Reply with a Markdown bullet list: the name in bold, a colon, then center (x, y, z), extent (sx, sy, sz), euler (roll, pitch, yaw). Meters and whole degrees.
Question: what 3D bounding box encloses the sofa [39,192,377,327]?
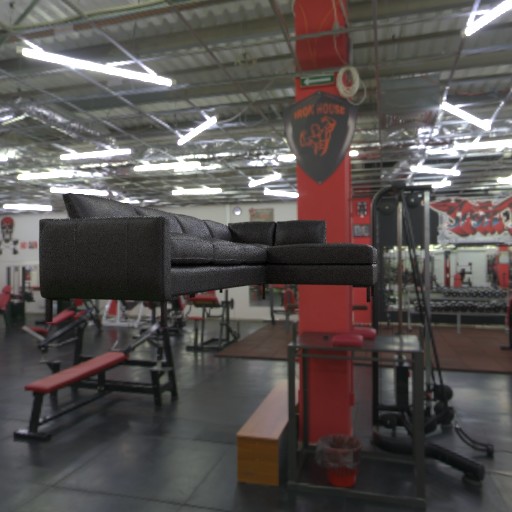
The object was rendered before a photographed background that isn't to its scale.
- **sofa**: center (0.000, 0.000, 3.907), extent (1.938, 0.877, 2.984), euler (0, -1, 18)
